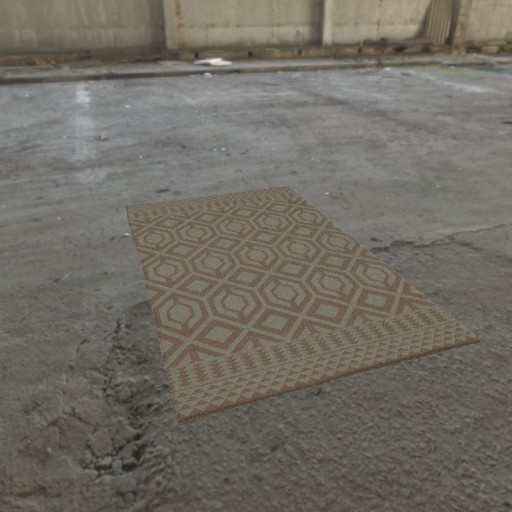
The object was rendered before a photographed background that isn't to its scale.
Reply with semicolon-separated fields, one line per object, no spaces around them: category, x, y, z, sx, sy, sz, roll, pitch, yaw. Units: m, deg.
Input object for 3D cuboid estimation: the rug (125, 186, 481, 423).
rug;0.000;0.000;2.993;1.526;0.011;2.435;-9;30;-17
